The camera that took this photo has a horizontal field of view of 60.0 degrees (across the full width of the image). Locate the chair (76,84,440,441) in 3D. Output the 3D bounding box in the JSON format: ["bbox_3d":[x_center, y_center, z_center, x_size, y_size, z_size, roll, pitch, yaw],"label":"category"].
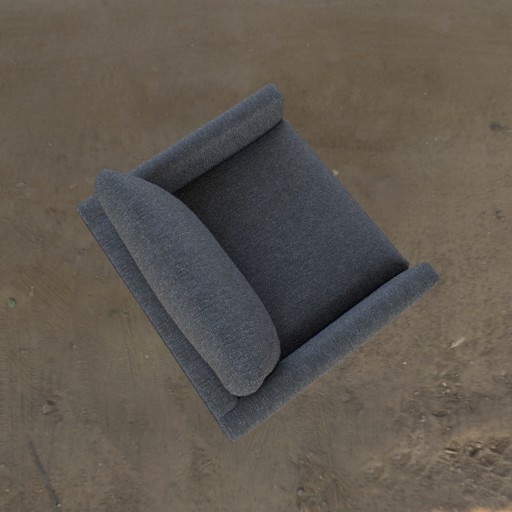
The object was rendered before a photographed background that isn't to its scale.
[{"bbox_3d":[0.000,0.000,1.662,0.866,0.861,0.963,-35,77,-9],"label":"chair"}]
